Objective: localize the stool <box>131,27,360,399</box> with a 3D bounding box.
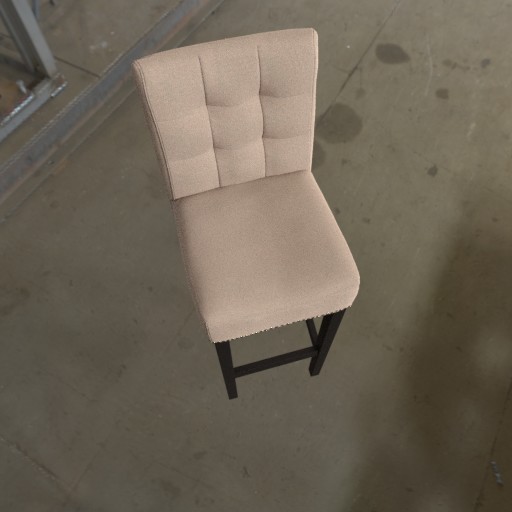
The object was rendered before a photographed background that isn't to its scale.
[{"bbox_3d":[0.000,0.000,1.283,0.411,1.047,0.548,-14,63,-7],"label":"stool"}]
